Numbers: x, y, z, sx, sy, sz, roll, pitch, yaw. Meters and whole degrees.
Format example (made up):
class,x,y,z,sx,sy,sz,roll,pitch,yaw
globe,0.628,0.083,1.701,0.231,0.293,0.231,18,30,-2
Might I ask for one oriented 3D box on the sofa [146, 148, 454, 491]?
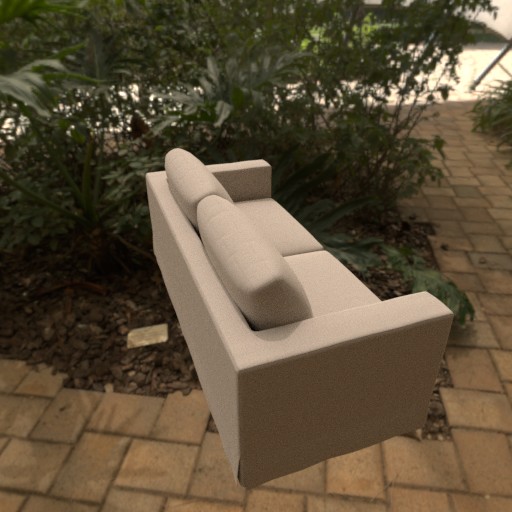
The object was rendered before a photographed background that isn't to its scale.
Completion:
class,x,y,z,sx,sy,sz,roll,pitch,yaw
sofa,0.000,0.000,2.615,0.954,0.881,2.163,-11,32,-18
